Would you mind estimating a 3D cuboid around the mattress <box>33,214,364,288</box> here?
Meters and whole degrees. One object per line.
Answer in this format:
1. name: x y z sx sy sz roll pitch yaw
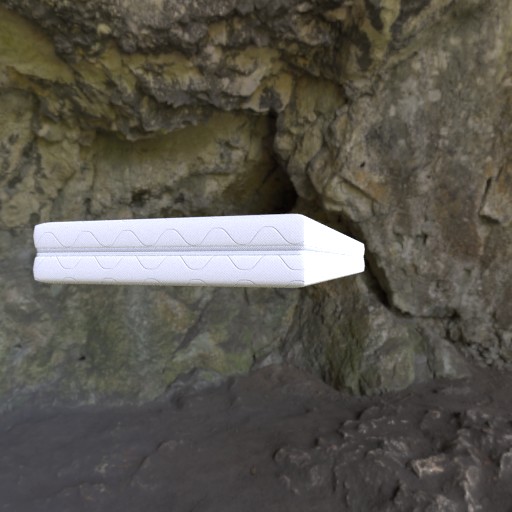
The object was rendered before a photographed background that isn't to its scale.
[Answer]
1. mattress: 0.000 0.000 2.193 0.900 0.200 1.900 0 -1 18
